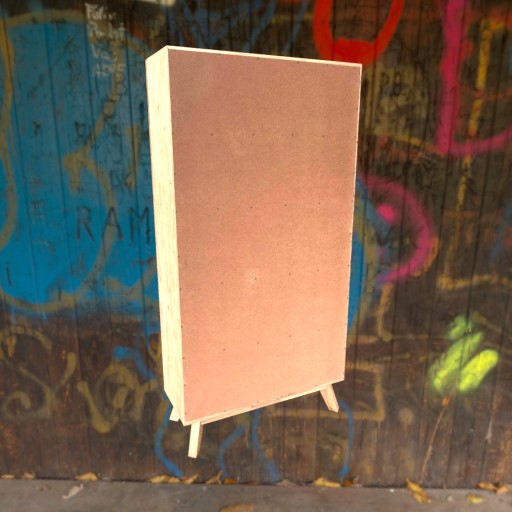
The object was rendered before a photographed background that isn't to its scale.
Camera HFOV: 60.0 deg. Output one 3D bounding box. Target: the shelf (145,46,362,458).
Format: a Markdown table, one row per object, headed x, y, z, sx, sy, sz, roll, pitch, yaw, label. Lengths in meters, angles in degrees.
| x | y | z | sx | sy | sz | roll | pitch | yaw | label |
| --- | --- | --- | --- | --- | --- | --- | --- | --- | --- |
| 0.000 | 0.000 | 1.812 | 0.748 | 1.471 | 0.308 | -7 | 16 | -26 | shelf |
